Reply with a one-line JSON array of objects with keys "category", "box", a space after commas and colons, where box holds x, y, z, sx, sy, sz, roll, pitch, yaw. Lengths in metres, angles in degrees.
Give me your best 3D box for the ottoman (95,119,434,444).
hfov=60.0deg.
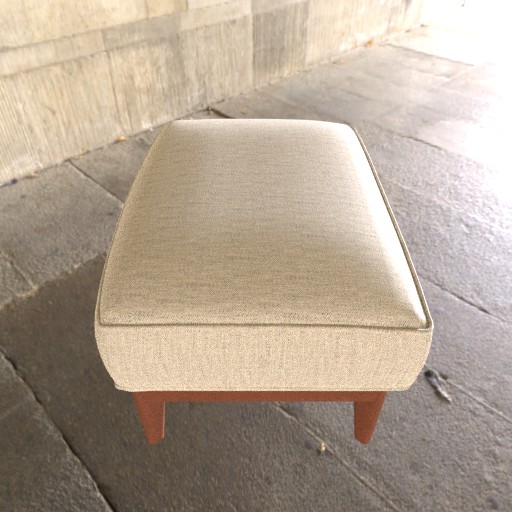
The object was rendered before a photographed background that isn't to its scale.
[{"category": "ottoman", "box": [0.000, 0.000, 1.102, 0.594, 0.465, 0.794, 0, 40, 0]}]
